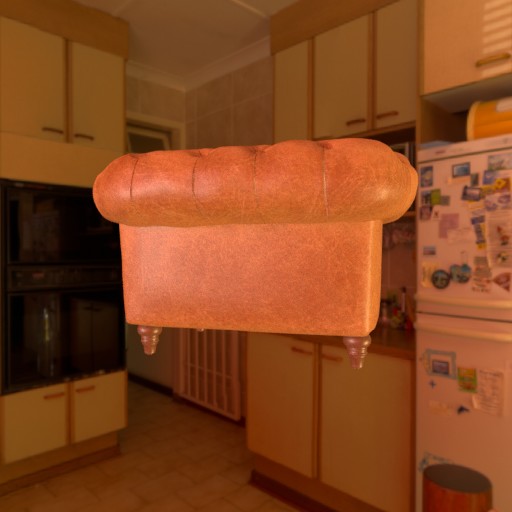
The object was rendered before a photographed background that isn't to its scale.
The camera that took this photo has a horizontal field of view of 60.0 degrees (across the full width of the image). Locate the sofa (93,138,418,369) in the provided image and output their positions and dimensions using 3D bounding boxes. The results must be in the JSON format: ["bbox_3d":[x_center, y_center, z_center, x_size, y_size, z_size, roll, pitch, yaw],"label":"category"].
[{"bbox_3d":[0.000,0.000,2.033,1.405,0.878,1.033,0,1,15],"label":"sofa"}]
